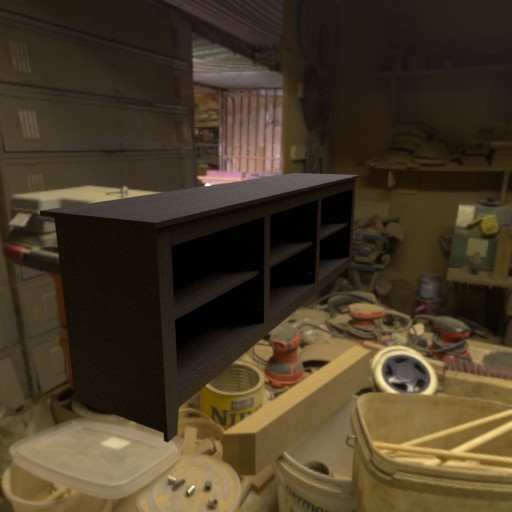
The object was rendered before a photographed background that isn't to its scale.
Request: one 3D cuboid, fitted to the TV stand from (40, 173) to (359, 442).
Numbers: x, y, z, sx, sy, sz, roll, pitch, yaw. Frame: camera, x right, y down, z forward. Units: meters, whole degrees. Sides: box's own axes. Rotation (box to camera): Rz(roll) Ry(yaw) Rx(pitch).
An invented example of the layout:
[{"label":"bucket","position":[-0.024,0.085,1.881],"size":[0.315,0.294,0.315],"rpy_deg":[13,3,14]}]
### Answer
[{"label":"TV stand","position":[0.000,0.000,1.962],"size":[0.406,0.610,1.778],"rpy_deg":[7,16,27]}]
